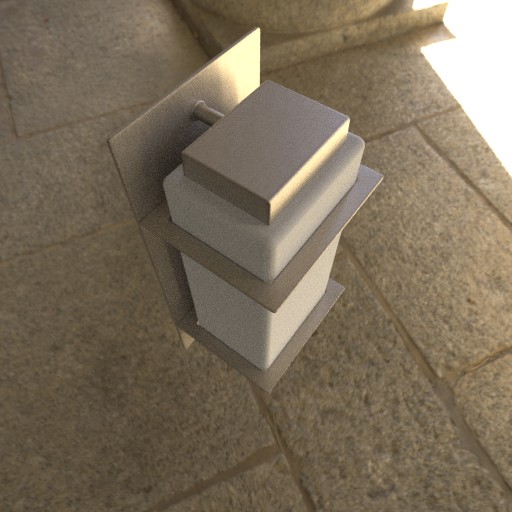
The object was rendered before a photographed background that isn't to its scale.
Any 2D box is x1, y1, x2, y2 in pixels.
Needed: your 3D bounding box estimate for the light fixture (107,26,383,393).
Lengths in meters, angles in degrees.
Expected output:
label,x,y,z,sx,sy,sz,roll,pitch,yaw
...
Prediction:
label,x,y,z,sx,sy,sz,roll,pitch,yaw
light fixture,0.000,0.000,0.469,0.160,0.380,0.168,32,63,19
